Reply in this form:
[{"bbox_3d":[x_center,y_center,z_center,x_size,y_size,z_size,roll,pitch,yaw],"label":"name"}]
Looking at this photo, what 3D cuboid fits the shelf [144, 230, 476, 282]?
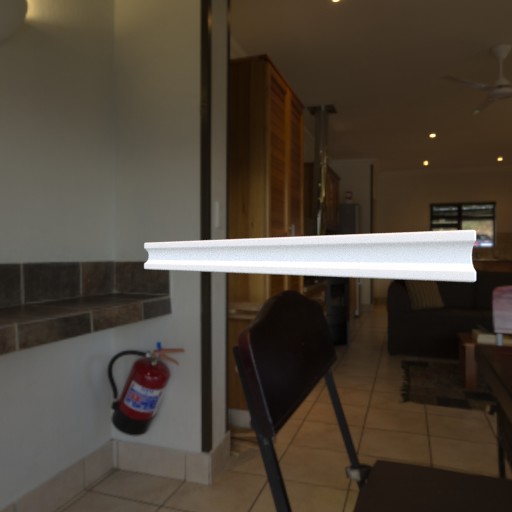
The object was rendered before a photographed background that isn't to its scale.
[{"bbox_3d":[0.000,0.000,0.441,0.296,0.035,0.296,0,0,0],"label":"shelf"}]
